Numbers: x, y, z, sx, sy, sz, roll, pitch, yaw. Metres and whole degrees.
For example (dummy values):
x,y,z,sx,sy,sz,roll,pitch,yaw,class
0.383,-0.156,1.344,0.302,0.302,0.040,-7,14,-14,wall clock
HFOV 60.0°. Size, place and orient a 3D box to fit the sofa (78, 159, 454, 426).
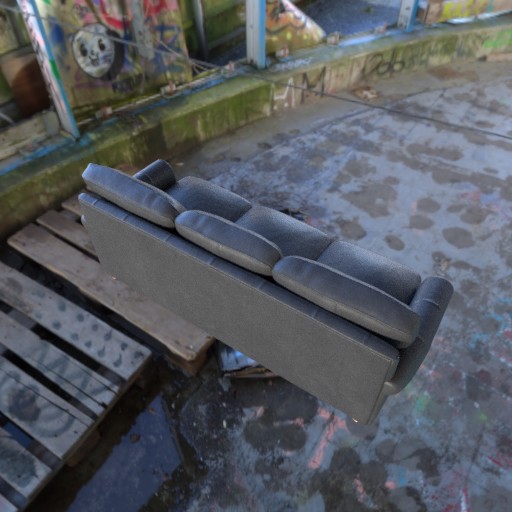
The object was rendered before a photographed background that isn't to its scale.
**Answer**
x,y,z,sx,sy,sz,roll,pitch,yaw,class
0.000,0.000,2.947,2.387,0.977,0.974,26,51,23,sofa
